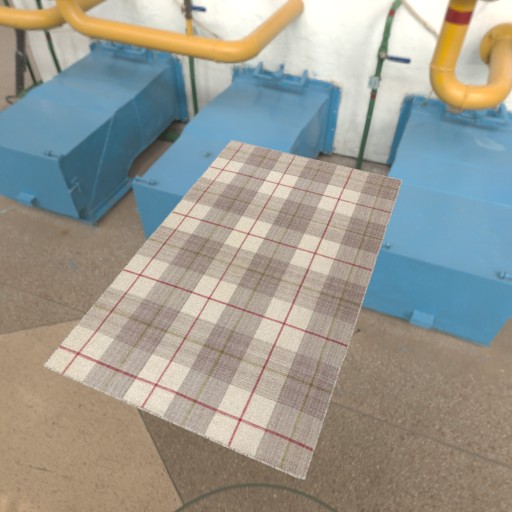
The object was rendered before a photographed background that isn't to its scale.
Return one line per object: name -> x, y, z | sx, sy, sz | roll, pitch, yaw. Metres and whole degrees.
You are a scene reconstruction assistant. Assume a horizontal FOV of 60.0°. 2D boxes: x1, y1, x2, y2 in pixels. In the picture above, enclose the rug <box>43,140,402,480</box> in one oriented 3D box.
rug -> 0.000, 0.000, 3.030 | 1.549, 0.010, 2.464 | 17, 49, 15
